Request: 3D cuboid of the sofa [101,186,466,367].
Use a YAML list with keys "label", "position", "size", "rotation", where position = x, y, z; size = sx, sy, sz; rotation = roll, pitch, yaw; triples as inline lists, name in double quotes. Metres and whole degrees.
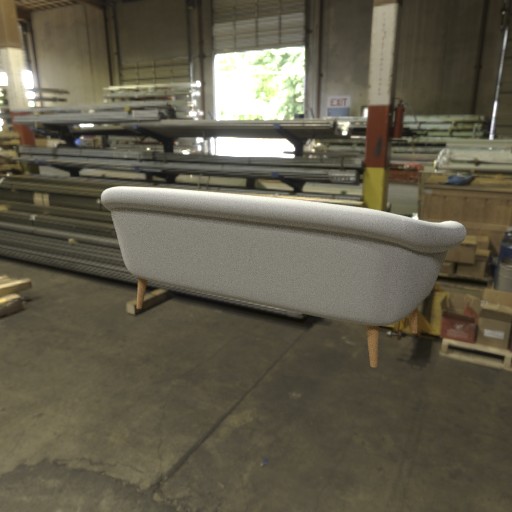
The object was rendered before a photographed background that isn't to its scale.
- label: "sofa"
  position: [0.000, 0.000, 2.597]
  size: [2.160, 0.795, 0.827]
  rotation: [9, 19, 27]
